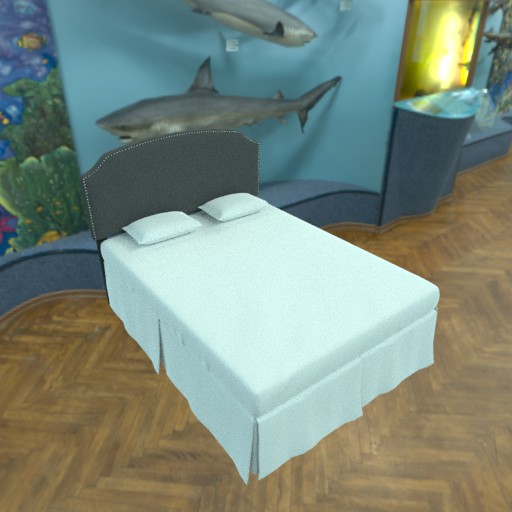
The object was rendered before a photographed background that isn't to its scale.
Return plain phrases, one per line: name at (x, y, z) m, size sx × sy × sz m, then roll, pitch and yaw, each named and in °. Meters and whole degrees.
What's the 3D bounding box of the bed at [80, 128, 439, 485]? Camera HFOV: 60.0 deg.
bed at (0.000, 0.000, 2.957) m, size 1.558 × 1.270 × 1.999 m, roll -20°, pitch 35°, yaw -32°
